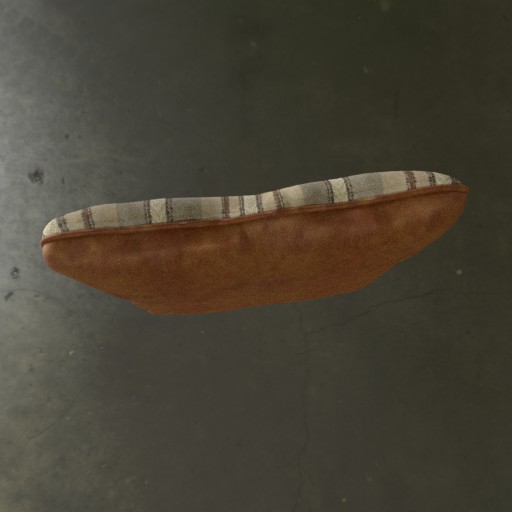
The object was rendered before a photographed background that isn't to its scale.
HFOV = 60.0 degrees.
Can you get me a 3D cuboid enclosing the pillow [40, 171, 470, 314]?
[{"bbox_3d":[0.000,0.000,0.710,0.489,0.490,0.130,-7,77,-2],"label":"pillow"}]
